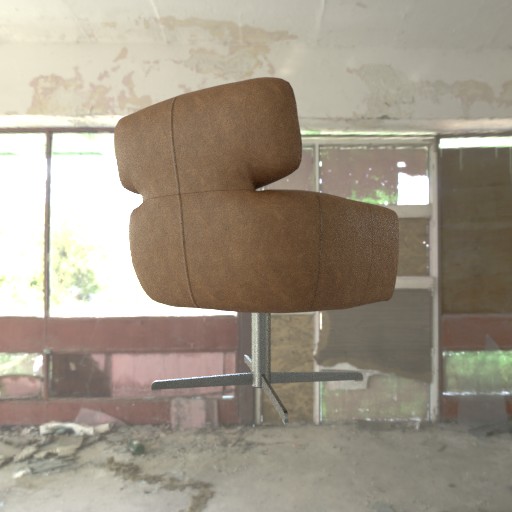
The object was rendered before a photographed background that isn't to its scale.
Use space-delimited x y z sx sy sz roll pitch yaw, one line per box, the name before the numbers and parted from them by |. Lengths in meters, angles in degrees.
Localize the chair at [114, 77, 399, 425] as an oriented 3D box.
chair | 0.000 0.000 1.369 0.706 0.812 0.715 0 -1 35
